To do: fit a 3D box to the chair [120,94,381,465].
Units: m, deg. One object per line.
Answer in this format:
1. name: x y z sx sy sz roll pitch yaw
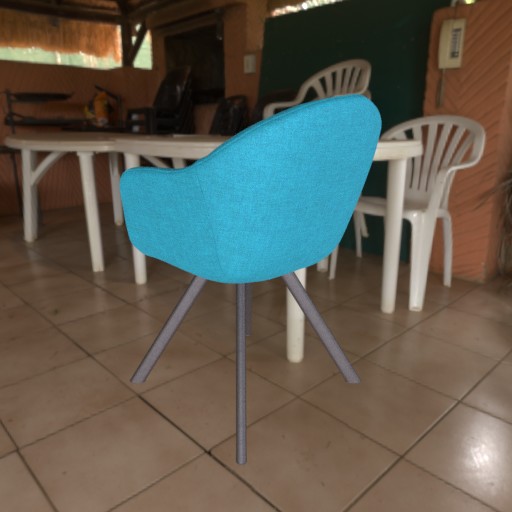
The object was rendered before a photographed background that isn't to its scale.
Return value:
1. chair: 0.000 0.000 1.162 0.545 0.775 0.565 -15 22 -43
